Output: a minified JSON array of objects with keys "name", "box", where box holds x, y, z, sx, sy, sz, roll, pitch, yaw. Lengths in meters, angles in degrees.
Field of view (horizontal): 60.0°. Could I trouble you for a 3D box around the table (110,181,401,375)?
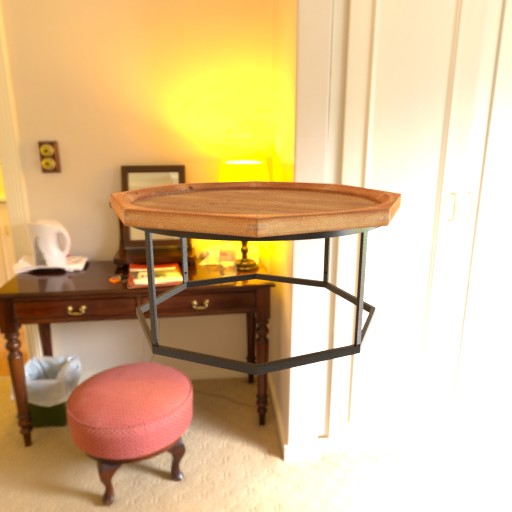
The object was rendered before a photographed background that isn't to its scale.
[{"name":"table","box":[0.000,0.000,1.579,1.002,0.444,1.002,0,15,0]}]
